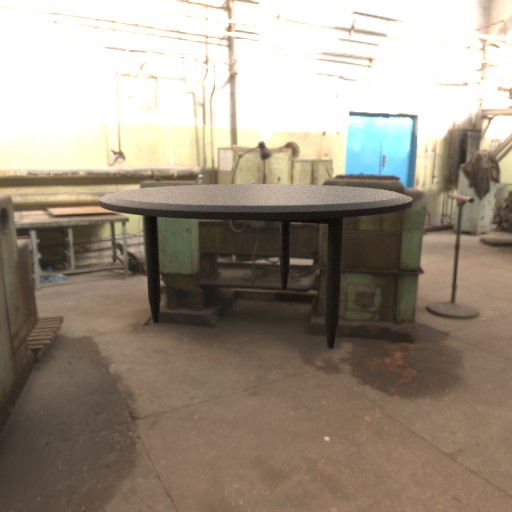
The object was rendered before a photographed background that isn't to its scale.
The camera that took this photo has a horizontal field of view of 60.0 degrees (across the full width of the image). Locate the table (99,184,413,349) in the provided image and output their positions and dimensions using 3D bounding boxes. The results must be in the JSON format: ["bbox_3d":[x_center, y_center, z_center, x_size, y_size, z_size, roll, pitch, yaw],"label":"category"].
[{"bbox_3d":[0.000,0.000,1.387,0.900,0.400,0.900,0,12,0],"label":"table"}]
